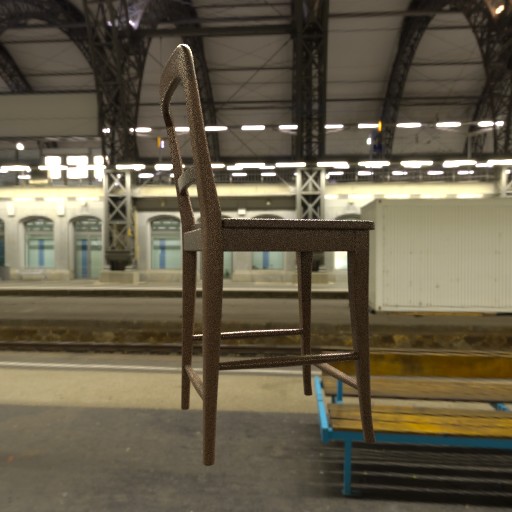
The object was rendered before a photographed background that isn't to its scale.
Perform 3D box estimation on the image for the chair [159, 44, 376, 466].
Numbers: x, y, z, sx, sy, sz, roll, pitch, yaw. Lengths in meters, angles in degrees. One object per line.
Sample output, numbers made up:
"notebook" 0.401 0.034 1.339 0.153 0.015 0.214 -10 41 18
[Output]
"chair" 0.000 0.000 1.294 0.546 0.991 0.450 0 1 -17
